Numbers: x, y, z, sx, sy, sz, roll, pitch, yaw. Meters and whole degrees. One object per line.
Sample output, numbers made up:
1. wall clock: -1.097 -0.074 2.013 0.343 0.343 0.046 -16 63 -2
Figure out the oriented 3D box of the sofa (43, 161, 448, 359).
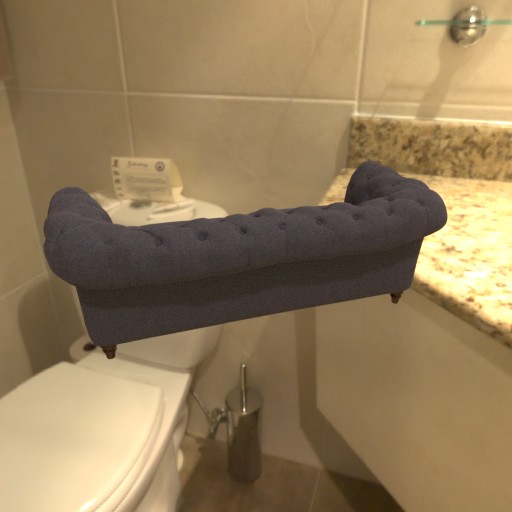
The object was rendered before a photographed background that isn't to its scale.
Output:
1. sofa: 0.000 0.000 2.748 2.335 0.836 1.046 -8 27 -17
